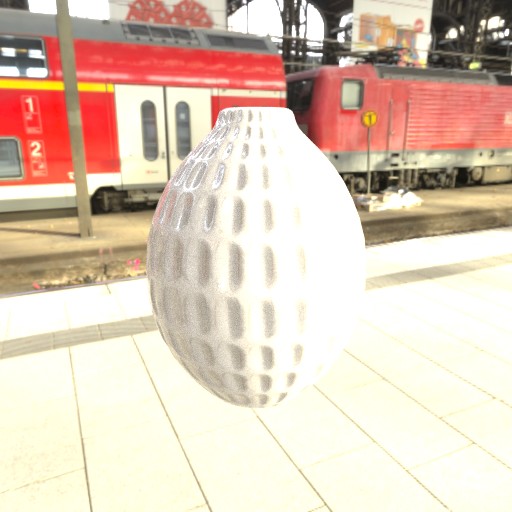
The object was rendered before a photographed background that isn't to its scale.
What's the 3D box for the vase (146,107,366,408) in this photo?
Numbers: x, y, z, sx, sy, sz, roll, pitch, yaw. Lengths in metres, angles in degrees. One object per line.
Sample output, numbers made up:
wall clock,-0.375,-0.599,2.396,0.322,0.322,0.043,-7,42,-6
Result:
vase,0.000,0.000,0.264,0.128,0.167,0.128,0,16,0
